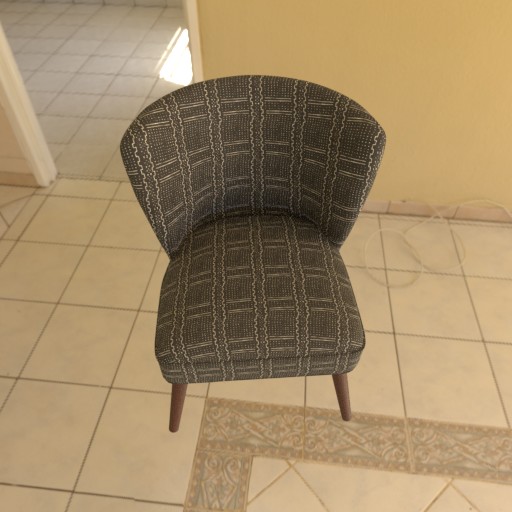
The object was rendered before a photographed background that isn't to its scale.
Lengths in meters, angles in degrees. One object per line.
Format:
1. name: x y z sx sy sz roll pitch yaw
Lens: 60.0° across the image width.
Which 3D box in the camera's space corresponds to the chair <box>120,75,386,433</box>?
1. chair: 0.000 0.000 1.424 0.710 0.866 0.758 -3 46 -3
